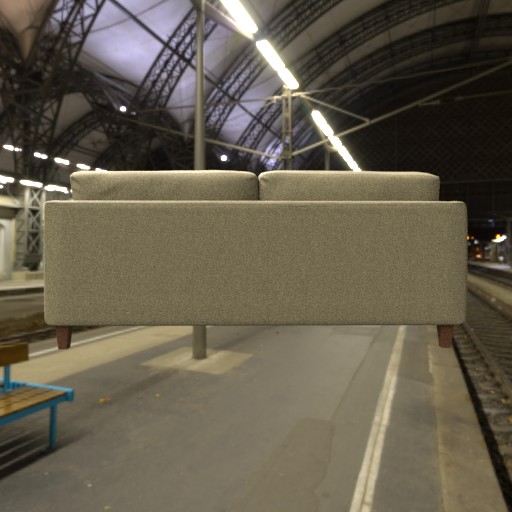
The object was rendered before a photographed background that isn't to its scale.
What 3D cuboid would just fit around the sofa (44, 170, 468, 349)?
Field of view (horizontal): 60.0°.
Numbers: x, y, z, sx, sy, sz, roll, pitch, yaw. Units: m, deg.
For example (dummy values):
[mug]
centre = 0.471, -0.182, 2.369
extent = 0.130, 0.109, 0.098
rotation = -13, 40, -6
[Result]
[sofa]
centre = 0.000, 0.000, 2.739
extent = 2.208, 0.960, 0.956
rotation = 0, 0, -1
